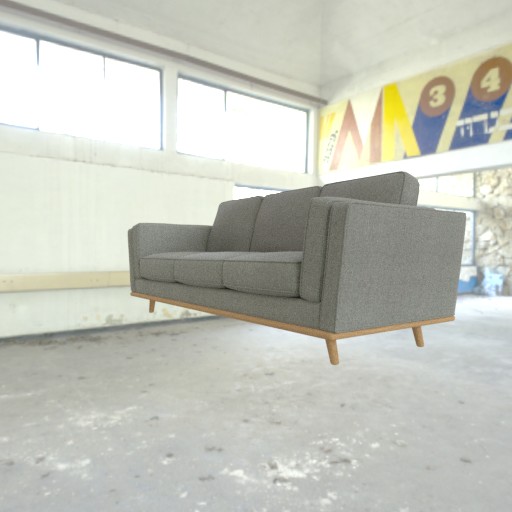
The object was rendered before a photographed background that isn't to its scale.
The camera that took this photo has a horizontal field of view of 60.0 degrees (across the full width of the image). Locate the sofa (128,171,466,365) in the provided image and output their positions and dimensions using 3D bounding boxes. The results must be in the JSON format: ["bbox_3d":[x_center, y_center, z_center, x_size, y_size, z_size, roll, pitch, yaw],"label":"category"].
[{"bbox_3d":[0.000,0.000,2.846,0.903,0.899,2.362,0,1,-36],"label":"sofa"}]
